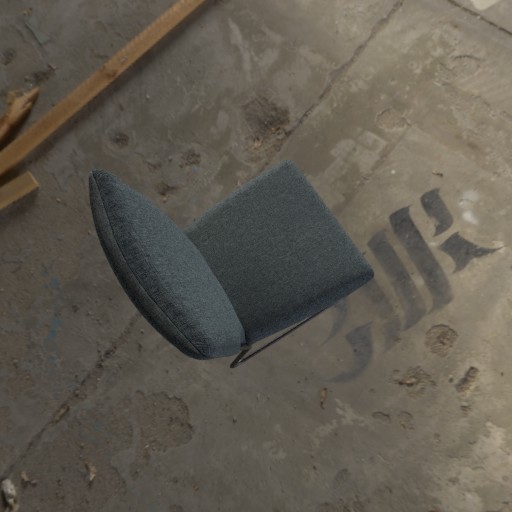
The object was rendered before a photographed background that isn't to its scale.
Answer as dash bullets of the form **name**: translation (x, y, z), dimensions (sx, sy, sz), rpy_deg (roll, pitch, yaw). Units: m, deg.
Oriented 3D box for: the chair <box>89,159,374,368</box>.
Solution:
- **chair**: translation (0.000, 0.000, 1.310), dimensions (0.635, 0.931, 0.480), rpy_deg (-32, 76, -9)
